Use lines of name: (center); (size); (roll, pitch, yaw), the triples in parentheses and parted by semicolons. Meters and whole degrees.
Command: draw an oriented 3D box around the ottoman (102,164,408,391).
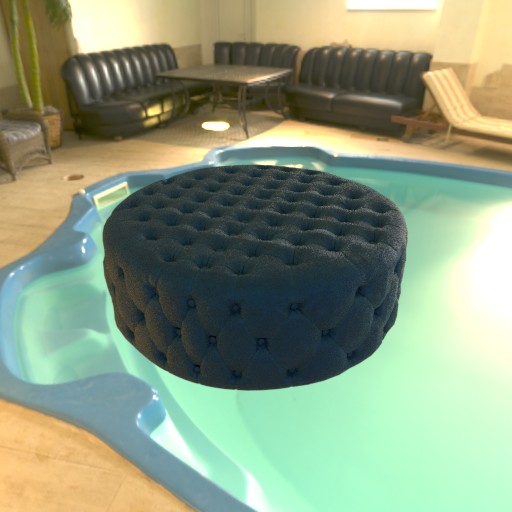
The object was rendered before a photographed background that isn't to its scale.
ottoman: (0.000, 0.000, 1.552); (0.998, 0.398, 0.998); (0, 29, 0)
